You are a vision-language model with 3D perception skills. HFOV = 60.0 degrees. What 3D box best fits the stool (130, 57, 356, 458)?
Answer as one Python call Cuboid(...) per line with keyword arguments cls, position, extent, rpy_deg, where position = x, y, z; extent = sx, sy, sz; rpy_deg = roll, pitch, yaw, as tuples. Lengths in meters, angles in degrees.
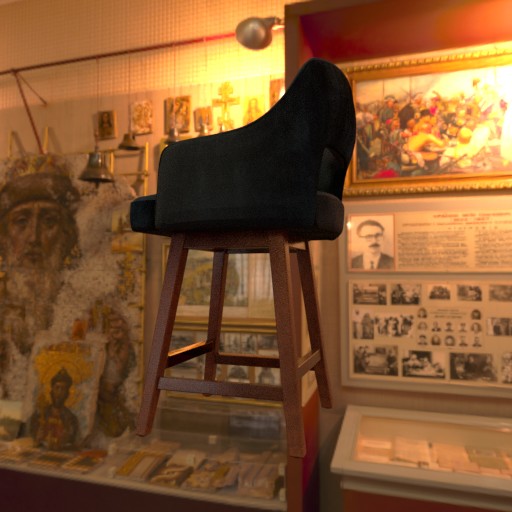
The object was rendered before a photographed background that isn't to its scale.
Cuboid(cls="stool", position=(0.000, 0.000, 1.276), extent=(0.560, 0.940, 0.550), rpy_deg=(-1, -2, 19))
